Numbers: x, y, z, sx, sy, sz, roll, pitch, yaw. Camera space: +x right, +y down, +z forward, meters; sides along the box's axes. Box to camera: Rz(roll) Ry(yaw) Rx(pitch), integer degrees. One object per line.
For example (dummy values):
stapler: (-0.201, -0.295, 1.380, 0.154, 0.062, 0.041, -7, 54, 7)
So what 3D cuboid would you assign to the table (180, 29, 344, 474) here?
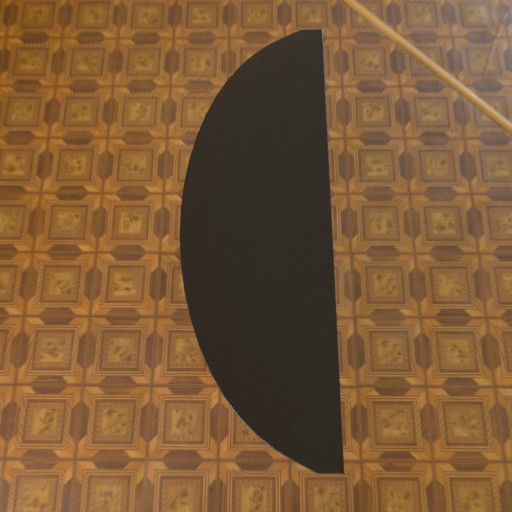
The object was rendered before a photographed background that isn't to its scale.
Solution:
table: (0.000, 0.000, 1.484, 0.394, 0.692, 1.198, 0, 75, 0)
